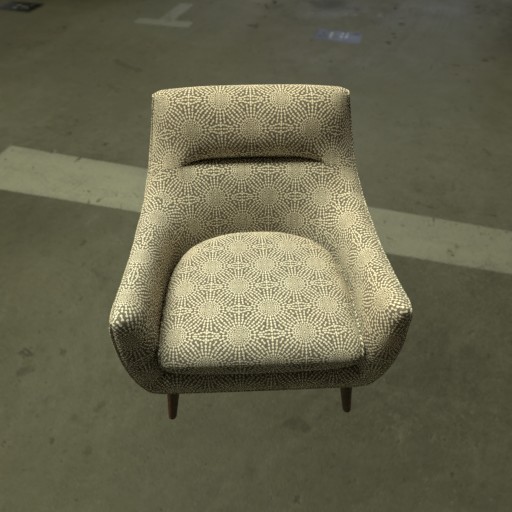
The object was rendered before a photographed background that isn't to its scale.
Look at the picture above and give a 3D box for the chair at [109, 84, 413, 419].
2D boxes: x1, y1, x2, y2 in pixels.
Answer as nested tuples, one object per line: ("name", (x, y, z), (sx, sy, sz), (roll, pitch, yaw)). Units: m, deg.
("chair", (0.000, 0.000, 1.445), (0.762, 0.838, 0.787), (-2, 45, -2))
